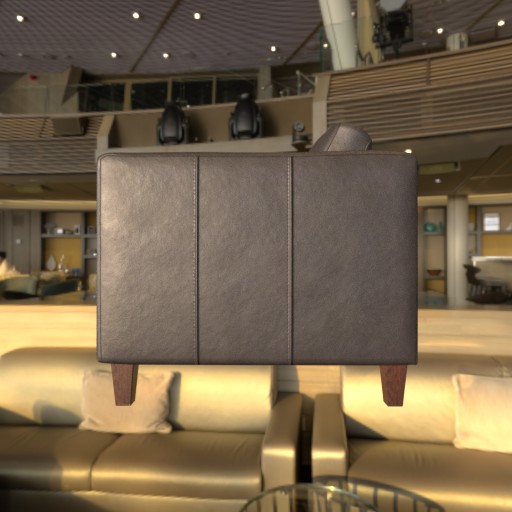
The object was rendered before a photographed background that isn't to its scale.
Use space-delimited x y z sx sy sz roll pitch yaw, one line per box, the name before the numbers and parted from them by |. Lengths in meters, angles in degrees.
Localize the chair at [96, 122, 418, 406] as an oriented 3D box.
chair | 0.000 0.000 1.615 0.862 0.811 0.939 0 0 0
